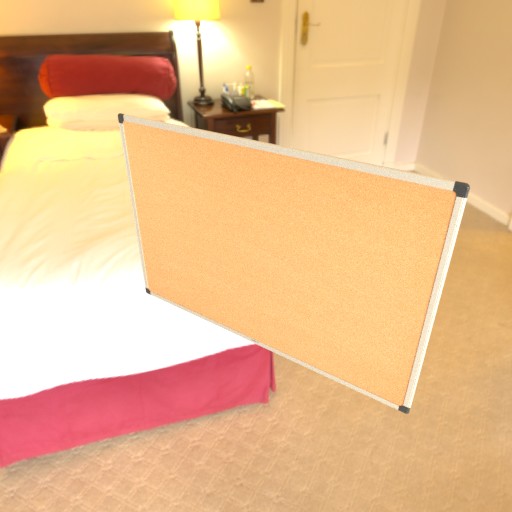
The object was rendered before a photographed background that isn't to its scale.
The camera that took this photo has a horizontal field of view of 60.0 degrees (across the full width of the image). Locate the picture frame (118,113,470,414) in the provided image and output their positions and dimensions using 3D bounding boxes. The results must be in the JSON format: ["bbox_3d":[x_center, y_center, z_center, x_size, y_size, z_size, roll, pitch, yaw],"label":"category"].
[{"bbox_3d":[0.000,0.000,1.140,0.900,0.600,0.010,19,36,28],"label":"picture frame"}]
